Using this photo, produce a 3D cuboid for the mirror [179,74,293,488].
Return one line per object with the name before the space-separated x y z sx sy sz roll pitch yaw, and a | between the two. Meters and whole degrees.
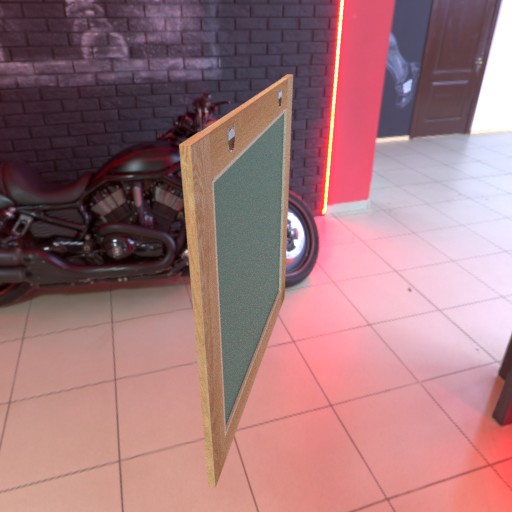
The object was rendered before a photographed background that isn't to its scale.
mirror | 0.000 0.000 1.172 0.020 0.800 0.800 7 30 13
